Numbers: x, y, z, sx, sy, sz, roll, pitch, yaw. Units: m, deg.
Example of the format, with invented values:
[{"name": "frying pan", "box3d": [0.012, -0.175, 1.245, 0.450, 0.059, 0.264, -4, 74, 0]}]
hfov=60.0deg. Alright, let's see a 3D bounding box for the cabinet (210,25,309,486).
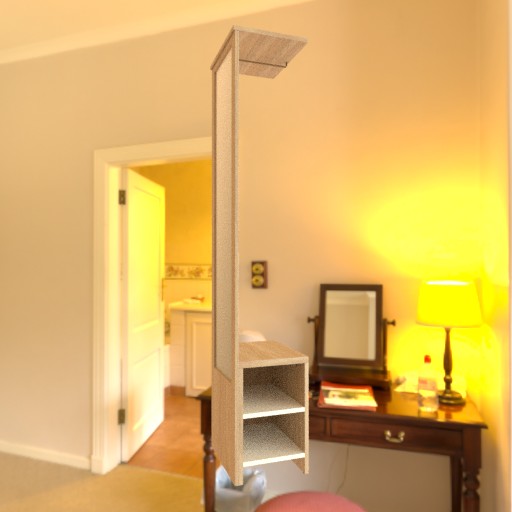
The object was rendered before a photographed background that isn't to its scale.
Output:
[{"name": "cabinet", "box3d": [0.000, 0.000, 2.046, 0.338, 1.879, 0.411, 0, -1, -19]}]
